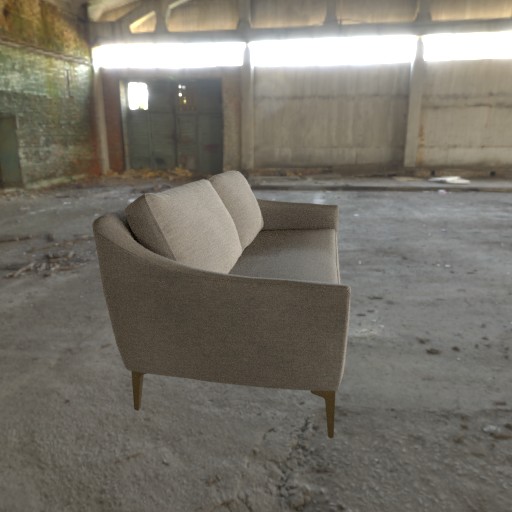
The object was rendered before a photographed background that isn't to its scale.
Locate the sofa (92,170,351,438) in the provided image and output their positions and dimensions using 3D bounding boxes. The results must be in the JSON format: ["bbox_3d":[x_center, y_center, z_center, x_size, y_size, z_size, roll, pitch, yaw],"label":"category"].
[{"bbox_3d":[0.000,0.000,2.576,0.980,0.913,2.036,2,15,9],"label":"sofa"}]
